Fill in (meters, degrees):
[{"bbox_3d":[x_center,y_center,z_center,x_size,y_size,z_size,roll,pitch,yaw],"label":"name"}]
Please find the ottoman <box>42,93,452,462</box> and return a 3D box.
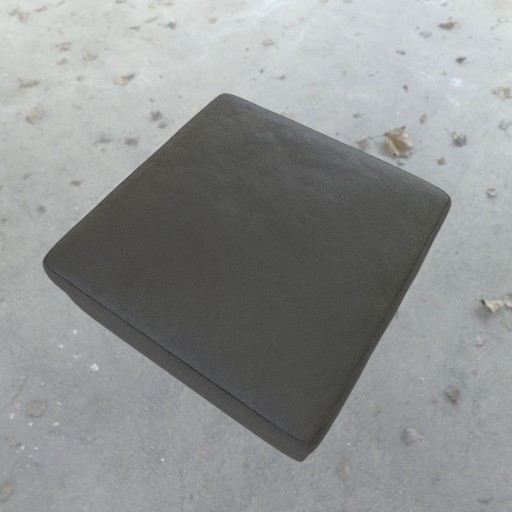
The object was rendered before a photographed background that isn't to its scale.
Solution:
[{"bbox_3d":[0.000,0.000,1.325,0.844,0.415,0.836,30,63,17],"label":"ottoman"}]
